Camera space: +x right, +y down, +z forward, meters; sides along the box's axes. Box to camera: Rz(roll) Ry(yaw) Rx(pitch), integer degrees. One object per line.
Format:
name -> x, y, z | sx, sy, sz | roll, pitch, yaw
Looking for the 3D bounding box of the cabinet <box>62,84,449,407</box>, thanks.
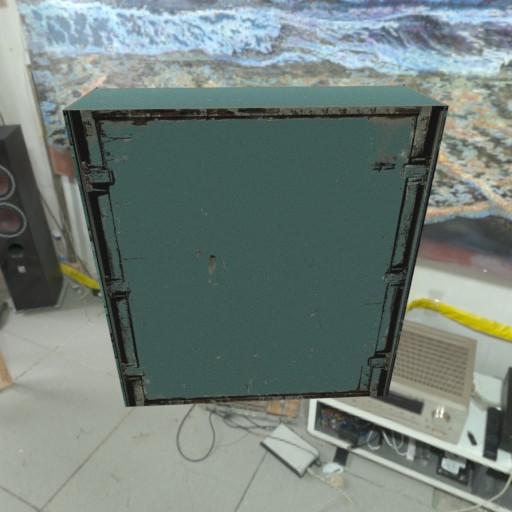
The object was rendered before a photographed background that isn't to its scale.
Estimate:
cabinet -> 0.000, 0.000, 3.122 | 2.000, 2.160, 0.680 | -2, 30, -3
